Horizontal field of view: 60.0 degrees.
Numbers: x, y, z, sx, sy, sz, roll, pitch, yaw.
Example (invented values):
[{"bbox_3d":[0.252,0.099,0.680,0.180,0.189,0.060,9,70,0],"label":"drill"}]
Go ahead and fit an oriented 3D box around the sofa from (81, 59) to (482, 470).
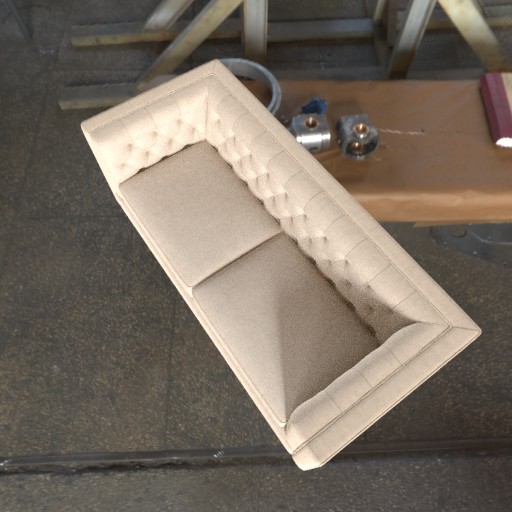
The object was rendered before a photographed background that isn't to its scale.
[{"bbox_3d":[0.000,0.000,2.169,0.775,0.762,1.778,-32,67,-15],"label":"sofa"}]
